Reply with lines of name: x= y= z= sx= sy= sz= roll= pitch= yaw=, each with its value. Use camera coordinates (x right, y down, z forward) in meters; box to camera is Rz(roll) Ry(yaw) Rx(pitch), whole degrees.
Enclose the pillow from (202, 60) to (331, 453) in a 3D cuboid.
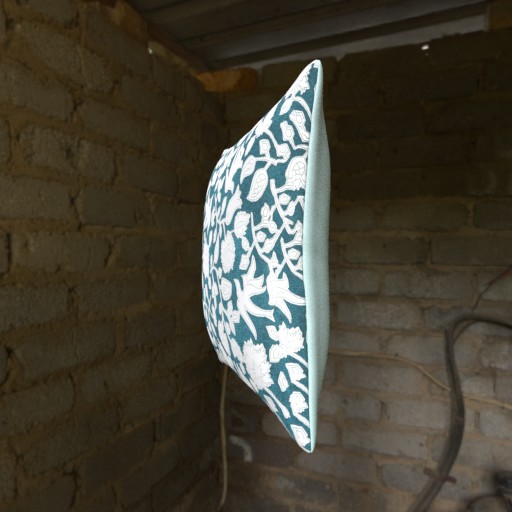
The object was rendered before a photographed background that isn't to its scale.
pillow: x=0.000 y=0.000 z=0.818 sx=0.166 sy=0.508 sz=0.525 roll=0 pitch=0 yaw=-17
